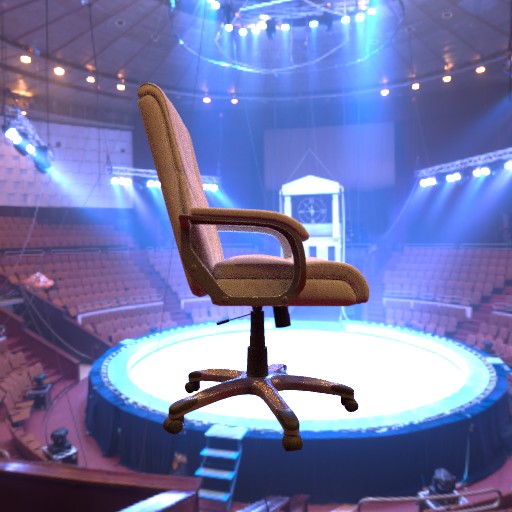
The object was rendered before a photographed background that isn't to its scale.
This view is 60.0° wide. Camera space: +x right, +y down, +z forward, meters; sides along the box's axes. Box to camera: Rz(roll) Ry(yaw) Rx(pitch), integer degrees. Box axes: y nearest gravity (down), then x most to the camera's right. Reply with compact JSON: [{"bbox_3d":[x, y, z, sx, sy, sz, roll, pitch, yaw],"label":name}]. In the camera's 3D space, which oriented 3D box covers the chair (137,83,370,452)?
[{"bbox_3d":[0.000,0.000,1.595,0.738,1.120,0.687,0,1,1],"label":"chair"}]
